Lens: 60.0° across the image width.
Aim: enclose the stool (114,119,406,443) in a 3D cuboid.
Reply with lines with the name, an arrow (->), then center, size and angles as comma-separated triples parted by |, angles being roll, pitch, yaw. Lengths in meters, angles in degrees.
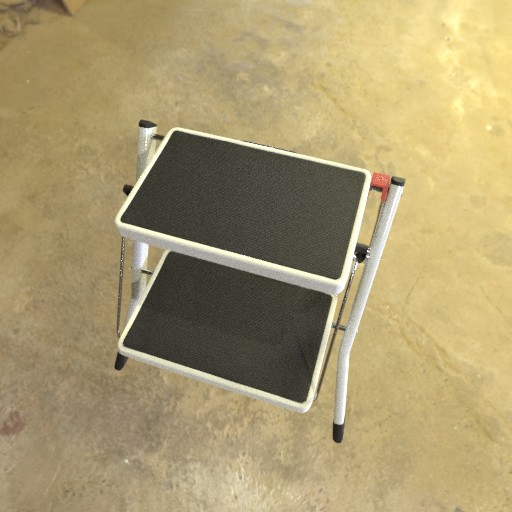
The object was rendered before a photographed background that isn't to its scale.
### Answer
stool -> 0.000, 0.000, 0.817 | 0.485, 0.445, 0.490 | 15, 58, 9
